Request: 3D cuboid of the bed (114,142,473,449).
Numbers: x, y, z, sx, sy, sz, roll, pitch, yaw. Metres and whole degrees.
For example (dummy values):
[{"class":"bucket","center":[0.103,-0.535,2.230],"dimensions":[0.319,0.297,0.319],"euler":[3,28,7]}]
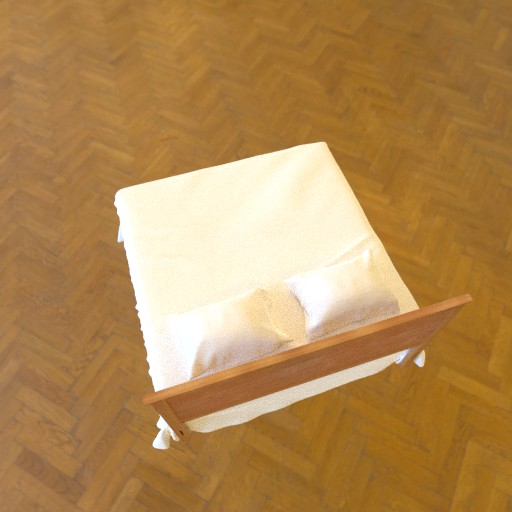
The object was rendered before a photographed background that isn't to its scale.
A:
[{"class":"bed","center":[0.000,0.000,3.578],"dimensions":[2.317,1.270,2.215],"euler":[-15,59,-9]}]
